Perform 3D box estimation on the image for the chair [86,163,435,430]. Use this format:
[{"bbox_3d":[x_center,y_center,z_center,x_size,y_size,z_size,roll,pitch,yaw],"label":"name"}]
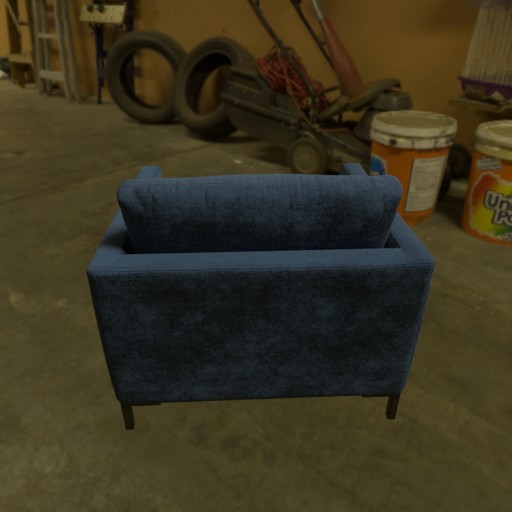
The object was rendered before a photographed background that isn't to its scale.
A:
[{"bbox_3d":[0.000,0.000,1.647,0.964,0.812,0.875,-1,30,-2],"label":"chair"}]
